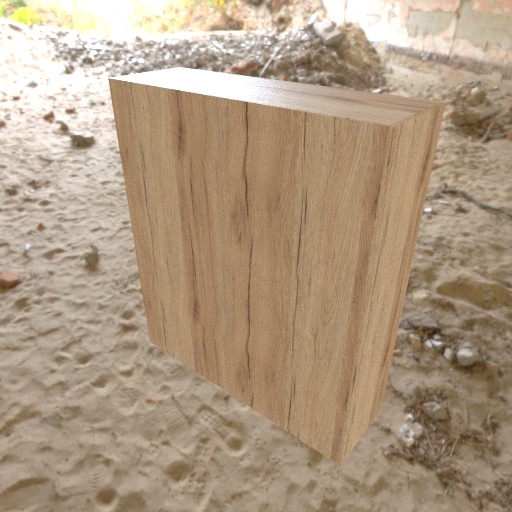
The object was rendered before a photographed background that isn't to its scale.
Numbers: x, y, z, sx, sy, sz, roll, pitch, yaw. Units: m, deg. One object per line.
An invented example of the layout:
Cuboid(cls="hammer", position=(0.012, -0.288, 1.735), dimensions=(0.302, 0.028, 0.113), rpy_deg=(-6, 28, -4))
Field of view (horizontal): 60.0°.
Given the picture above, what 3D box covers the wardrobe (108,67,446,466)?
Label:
Cuboid(cls="wardrobe", position=(0.000, 0.000, 2.883), dimensions=(1.810, 2.070, 0.580), rpy_deg=(22, 37, 33))
